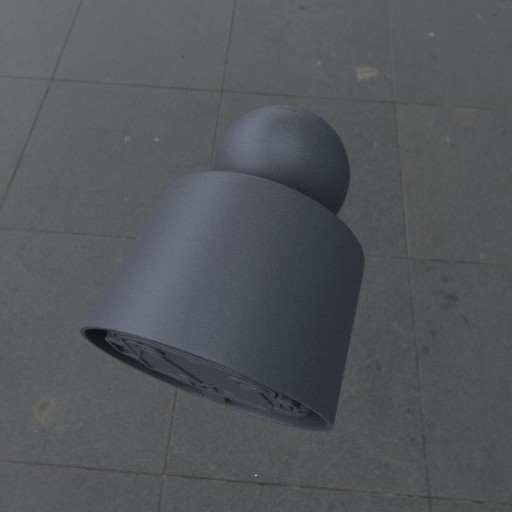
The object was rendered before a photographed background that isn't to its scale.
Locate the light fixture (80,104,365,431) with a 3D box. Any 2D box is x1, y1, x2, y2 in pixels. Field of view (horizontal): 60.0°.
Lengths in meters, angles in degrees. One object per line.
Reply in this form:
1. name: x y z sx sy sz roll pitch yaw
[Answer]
1. light fixture: 0.000 0.000 0.264 0.134 0.143 0.160 17 65 8
